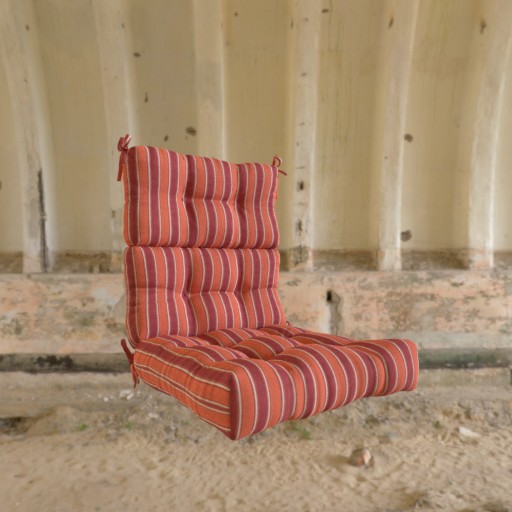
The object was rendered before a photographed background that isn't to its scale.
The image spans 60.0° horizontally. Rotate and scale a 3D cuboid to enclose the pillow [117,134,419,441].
[{"bbox_3d":[0.000,0.000,1.028,0.519,0.605,0.571,1,-1,-35],"label":"pillow"}]
